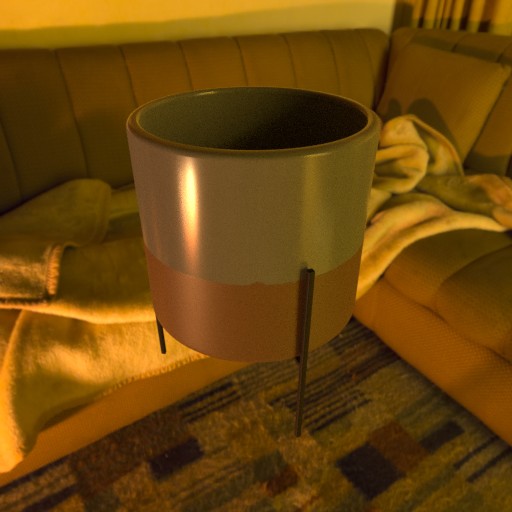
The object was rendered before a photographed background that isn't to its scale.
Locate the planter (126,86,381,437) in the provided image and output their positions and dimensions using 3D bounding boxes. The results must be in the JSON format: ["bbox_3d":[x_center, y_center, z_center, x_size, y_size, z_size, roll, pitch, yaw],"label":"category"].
[{"bbox_3d":[0.000,0.000,0.745,0.348,0.480,0.360,22,38,30],"label":"planter"}]
